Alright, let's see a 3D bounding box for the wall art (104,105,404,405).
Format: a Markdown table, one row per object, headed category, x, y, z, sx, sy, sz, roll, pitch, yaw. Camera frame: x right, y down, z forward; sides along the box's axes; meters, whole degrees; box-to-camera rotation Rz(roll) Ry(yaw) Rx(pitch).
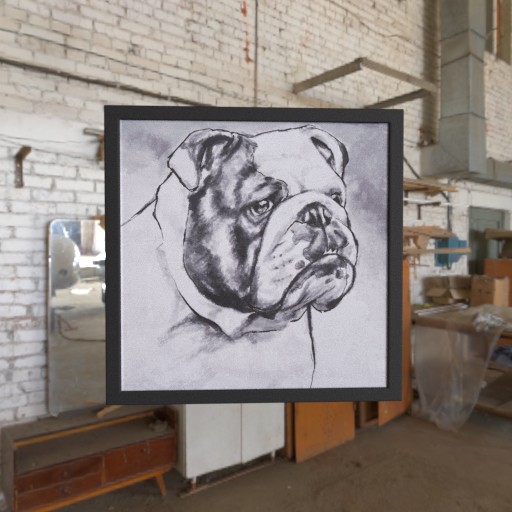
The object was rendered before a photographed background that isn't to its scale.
| category | x | y | z | sx | sy | sz | roll | pitch | yaw |
| --- | --- | --- | --- | --- | --- | --- | --- | --- | --- |
| wall art | 0.000 | 0.000 | 0.841 | 0.562 | 0.558 | 0.012 | 0 | 1 | -3 |
